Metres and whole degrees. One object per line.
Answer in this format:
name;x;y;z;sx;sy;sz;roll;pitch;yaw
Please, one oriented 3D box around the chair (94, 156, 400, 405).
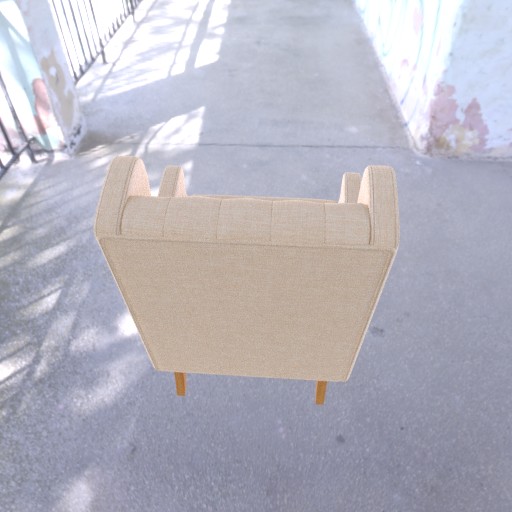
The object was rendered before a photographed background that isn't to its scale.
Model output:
chair;0.000;0.000;1.452;0.710;0.930;0.760;3;45;3
